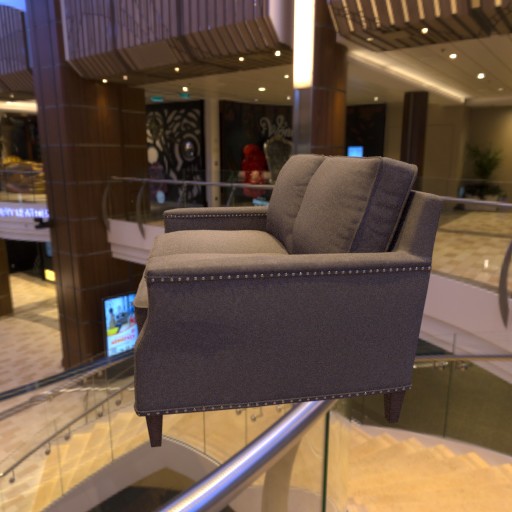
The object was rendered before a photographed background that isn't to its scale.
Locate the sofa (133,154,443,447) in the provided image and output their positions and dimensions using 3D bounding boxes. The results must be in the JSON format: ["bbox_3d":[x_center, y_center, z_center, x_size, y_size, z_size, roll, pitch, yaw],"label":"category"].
[{"bbox_3d":[0.000,0.000,2.229,1.084,1.003,1.597,-2,13,-9],"label":"sofa"}]
